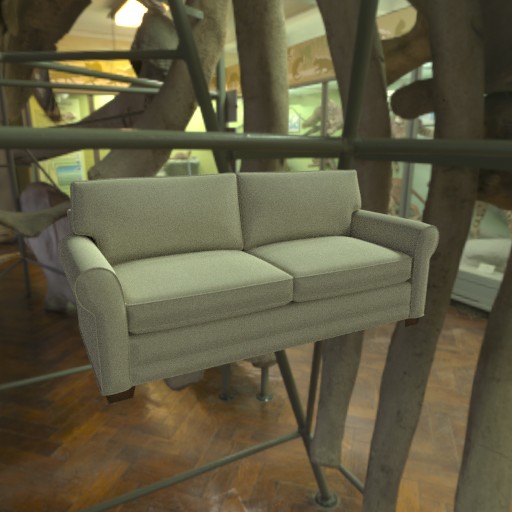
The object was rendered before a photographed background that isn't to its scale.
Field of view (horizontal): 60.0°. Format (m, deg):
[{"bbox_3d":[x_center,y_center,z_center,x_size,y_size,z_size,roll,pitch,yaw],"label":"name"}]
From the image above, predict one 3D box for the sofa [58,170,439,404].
[{"bbox_3d":[0.000,0.000,2.686,2.146,0.962,0.901,-8,17,-27],"label":"sofa"}]
